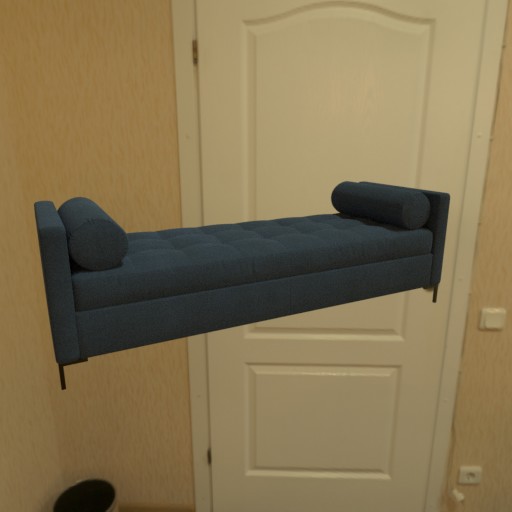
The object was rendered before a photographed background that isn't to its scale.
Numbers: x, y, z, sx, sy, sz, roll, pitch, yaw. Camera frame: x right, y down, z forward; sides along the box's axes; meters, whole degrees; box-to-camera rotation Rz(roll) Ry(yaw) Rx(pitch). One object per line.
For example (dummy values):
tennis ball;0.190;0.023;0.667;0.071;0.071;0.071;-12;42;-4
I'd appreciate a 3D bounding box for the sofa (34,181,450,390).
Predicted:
sofa;0.000;0.000;2.283;1.981;0.635;0.686;-8;17;-26
